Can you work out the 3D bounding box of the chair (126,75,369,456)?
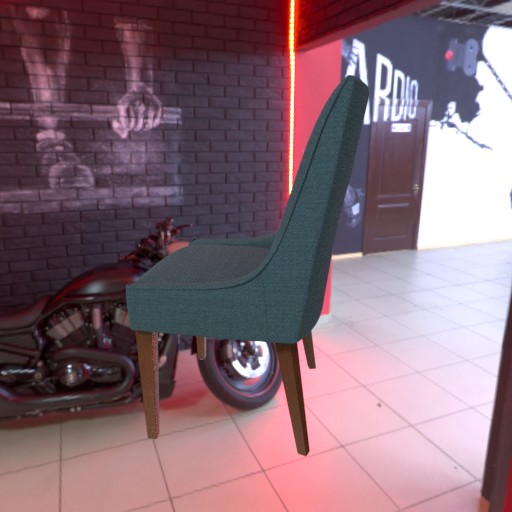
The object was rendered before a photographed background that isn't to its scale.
[{"bbox_3d":[0.000,0.000,1.196,0.544,0.861,0.529,2,14,9],"label":"chair"}]
